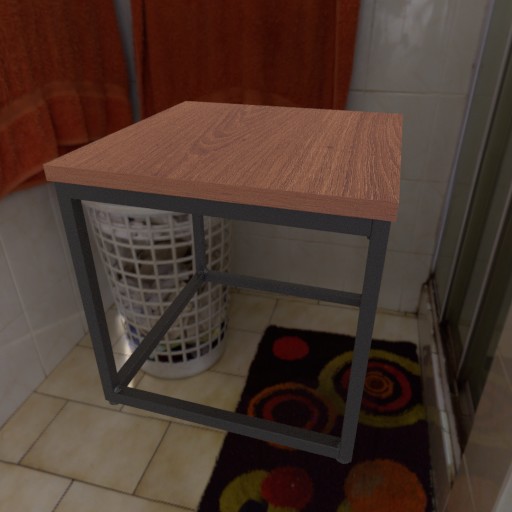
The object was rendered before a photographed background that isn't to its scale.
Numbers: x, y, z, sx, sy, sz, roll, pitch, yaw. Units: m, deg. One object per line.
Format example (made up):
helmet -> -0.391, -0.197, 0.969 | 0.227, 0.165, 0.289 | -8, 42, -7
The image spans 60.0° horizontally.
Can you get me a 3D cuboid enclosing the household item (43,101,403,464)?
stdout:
household item -> 0.000, 0.000, 0.733 | 0.400, 0.400, 0.400 | 8, 31, 14
